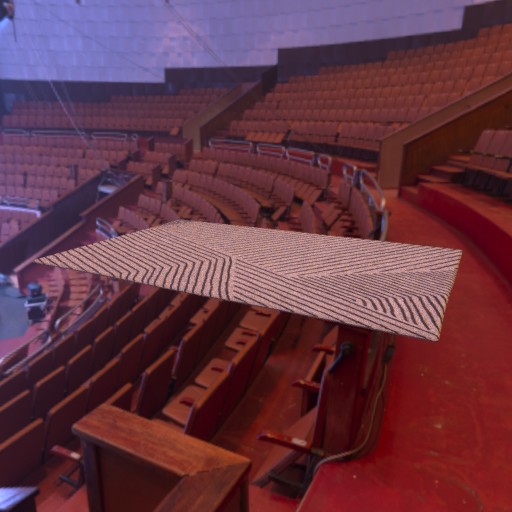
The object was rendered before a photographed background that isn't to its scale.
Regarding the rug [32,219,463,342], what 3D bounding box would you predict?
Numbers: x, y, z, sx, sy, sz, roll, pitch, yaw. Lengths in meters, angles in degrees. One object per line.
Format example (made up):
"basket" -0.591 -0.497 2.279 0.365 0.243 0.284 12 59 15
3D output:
"rug" 0.000 0.000 2.923 2.406 0.023 1.539 8 18 26
